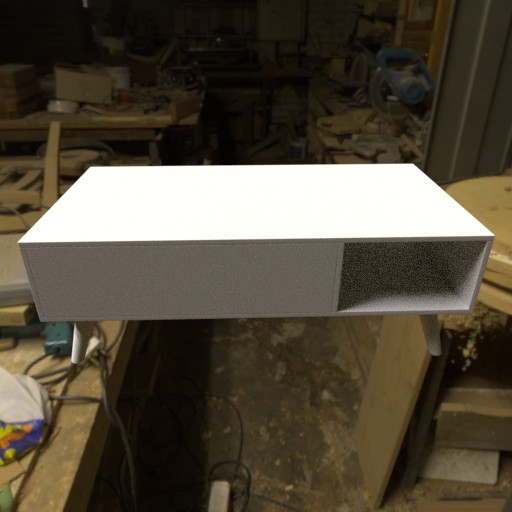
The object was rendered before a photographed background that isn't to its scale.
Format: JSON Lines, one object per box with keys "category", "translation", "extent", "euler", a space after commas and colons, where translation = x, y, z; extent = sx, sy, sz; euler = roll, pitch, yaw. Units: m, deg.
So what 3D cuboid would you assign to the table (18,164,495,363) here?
{"category": "table", "translation": [0.000, 0.000, 1.477], "extent": [1.194, 0.432, 0.609], "euler": [-1, 29, -2]}
